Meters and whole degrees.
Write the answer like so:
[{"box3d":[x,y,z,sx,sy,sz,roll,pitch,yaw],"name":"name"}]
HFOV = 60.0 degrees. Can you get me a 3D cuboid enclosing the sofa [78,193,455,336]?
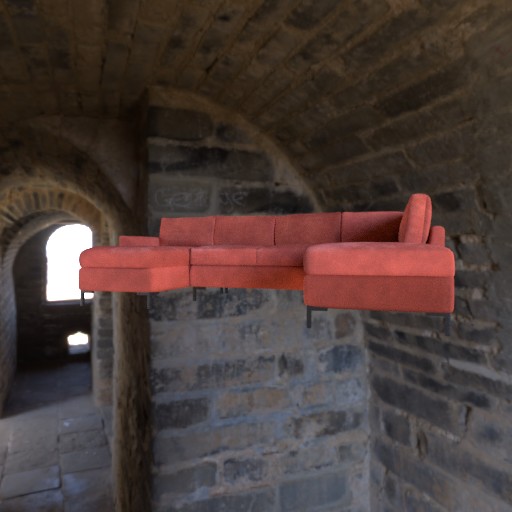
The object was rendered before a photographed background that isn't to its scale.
[{"box3d":[0.000,0.000,3.812,2.971,0.858,1.981,0,1,19],"name":"sofa"}]
